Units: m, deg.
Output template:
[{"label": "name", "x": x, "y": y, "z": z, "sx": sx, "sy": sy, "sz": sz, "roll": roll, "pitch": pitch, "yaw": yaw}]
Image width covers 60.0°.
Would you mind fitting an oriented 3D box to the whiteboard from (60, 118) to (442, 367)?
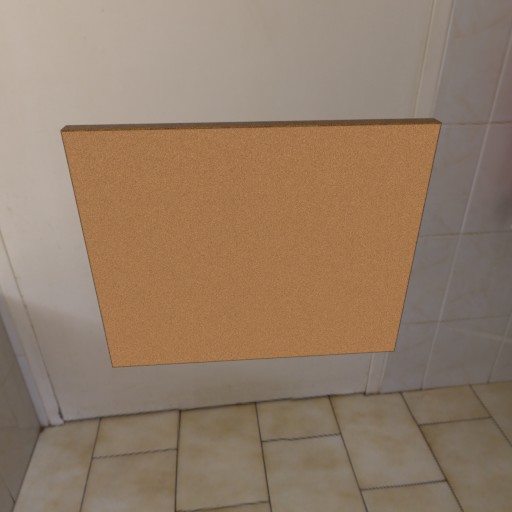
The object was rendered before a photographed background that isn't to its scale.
[{"label": "whiteboard", "x": 0.000, "y": 0.000, "z": 0.777, "sx": 0.561, "sy": 0.457, "sz": 0.029, "roll": -2, "pitch": 30, "yaw": -4}]
